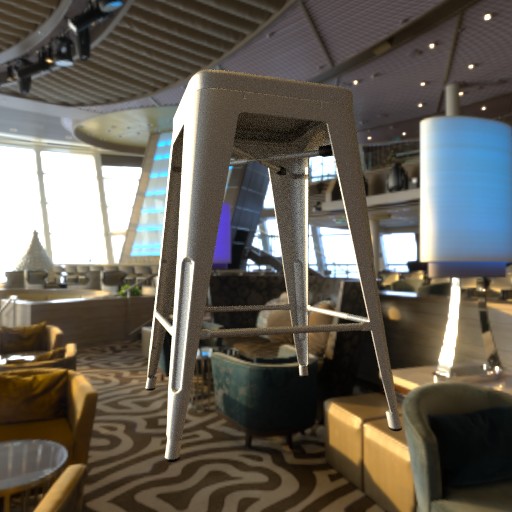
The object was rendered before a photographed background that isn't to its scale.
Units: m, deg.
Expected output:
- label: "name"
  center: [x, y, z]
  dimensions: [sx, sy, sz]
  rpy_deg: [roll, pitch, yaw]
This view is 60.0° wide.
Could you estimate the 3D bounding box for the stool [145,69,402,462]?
- label: "stool"
  center: [0.000, 0.000, 0.899]
  dimensions: [0.406, 0.610, 0.406]
  rpy_deg: [0, -1, -18]
